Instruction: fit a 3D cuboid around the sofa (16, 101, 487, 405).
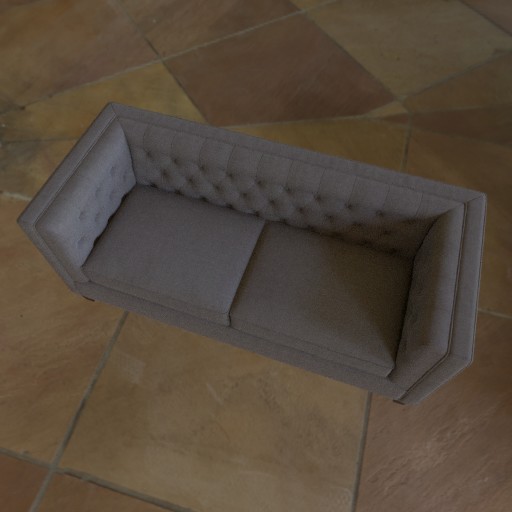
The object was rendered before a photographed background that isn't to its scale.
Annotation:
[{"bbox_3d":[0.000,0.000,2.123,1.778,0.762,0.775,16,60,10],"label":"sofa"}]
